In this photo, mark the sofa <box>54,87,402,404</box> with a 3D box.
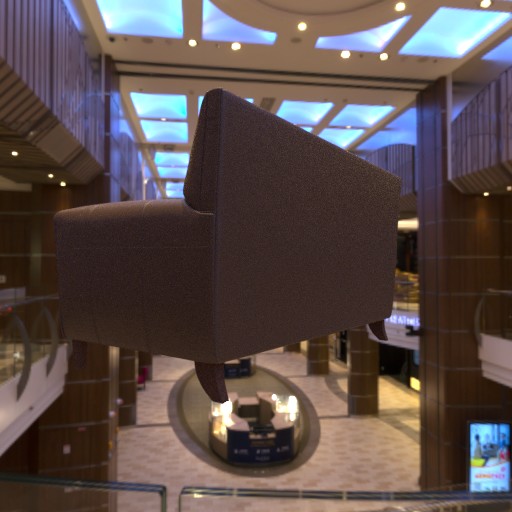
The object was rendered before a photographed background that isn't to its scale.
[{"bbox_3d":[0.000,0.000,1.992,0.853,0.859,1.468,-1,-2,36],"label":"sofa"}]
